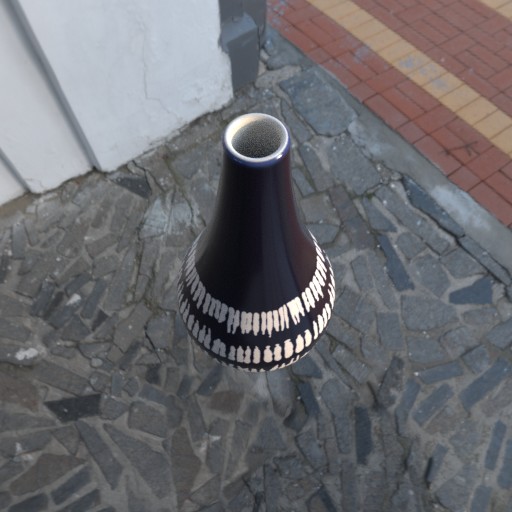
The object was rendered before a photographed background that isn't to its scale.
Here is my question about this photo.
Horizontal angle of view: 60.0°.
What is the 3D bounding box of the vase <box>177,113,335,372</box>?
[{"bbox_3d":[0.000,0.000,0.381,0.159,0.295,0.159,0,63,0],"label":"vase"}]
